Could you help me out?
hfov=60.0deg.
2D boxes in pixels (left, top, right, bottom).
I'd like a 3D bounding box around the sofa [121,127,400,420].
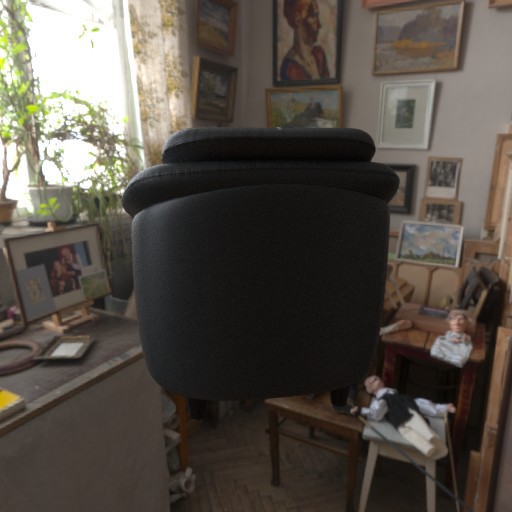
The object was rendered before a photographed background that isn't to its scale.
[{"bbox_3d":[0.000,0.000,1.500,0.870,0.811,0.794,-2,14,-9],"label":"sofa"}]
